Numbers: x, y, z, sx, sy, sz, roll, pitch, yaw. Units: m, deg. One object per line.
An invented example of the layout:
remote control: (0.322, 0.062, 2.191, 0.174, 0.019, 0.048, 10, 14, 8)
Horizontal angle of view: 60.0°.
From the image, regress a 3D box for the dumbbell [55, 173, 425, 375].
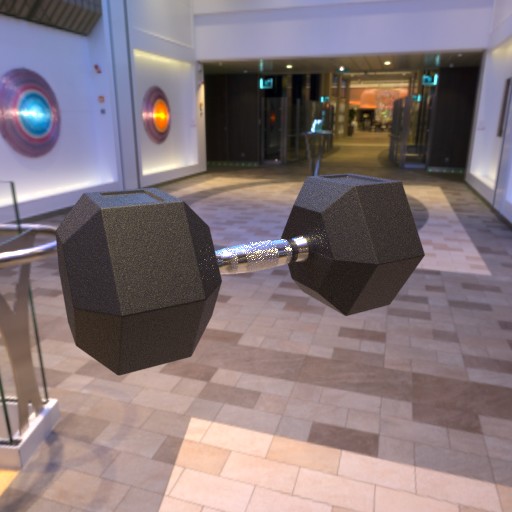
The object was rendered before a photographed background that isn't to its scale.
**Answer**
dumbbell: (0.000, 0.000, 0.479, 0.384, 0.150, 0.173, -9, 19, -27)
